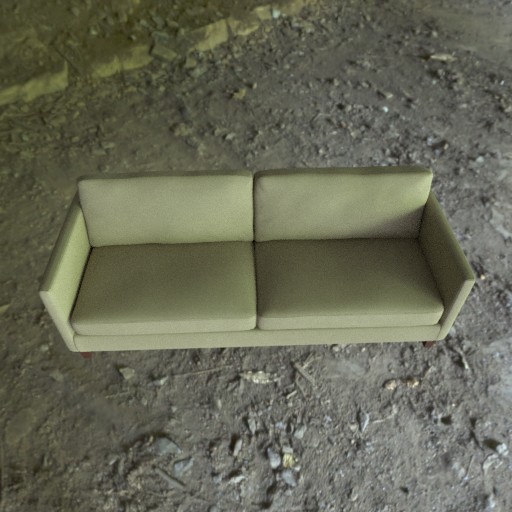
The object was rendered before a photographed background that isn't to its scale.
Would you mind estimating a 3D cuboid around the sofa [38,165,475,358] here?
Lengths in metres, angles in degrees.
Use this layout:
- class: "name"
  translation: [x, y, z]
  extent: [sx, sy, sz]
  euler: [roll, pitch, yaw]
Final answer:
- class: "sofa"
  translation: [0.000, 0.000, 2.883]
  extent: [2.404, 0.912, 0.988]
  euler: [-1, 46, -1]
